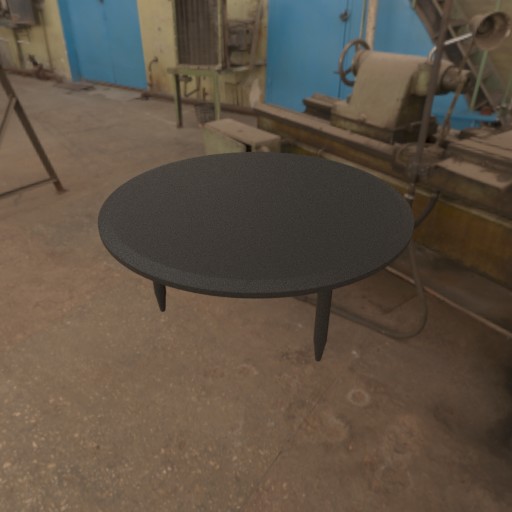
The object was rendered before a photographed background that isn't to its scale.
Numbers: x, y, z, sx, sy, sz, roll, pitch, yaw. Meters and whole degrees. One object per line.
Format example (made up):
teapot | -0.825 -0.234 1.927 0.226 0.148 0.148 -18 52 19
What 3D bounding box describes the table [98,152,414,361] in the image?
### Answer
table | 0.000 0.000 1.416 0.900 0.400 0.900 0 32 0
